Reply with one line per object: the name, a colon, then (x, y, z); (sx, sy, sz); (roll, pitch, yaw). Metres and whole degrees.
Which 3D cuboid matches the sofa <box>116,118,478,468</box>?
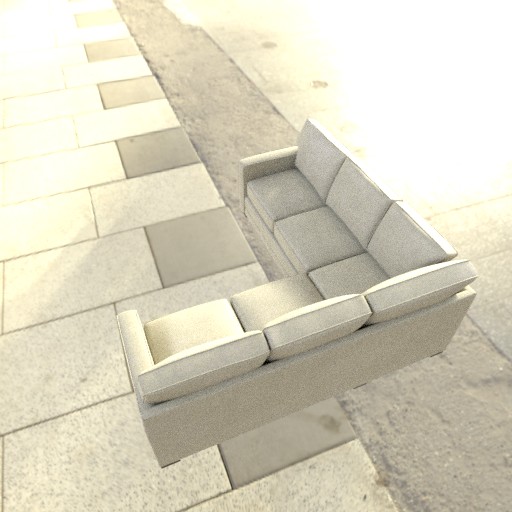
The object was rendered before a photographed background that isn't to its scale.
sofa: (0.000, 0.000, 3.415); (2.211, 0.936, 2.188); (-17, 48, -16)
